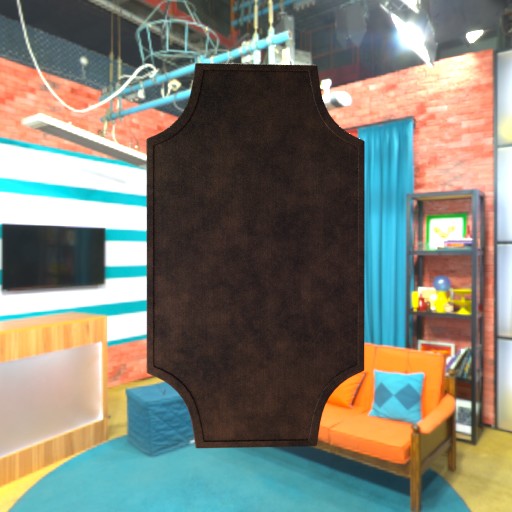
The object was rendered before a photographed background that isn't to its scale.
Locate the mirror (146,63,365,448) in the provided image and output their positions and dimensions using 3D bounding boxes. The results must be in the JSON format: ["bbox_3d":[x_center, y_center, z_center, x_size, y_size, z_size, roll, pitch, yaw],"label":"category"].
[{"bbox_3d":[0.000,0.000,0.970,0.462,0.811,0.066,0,0,-2],"label":"mirror"}]
